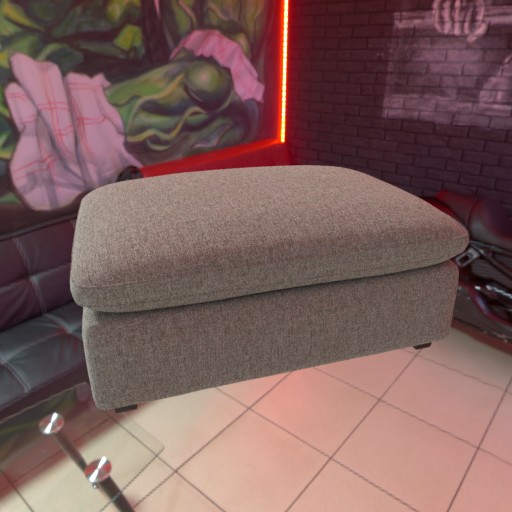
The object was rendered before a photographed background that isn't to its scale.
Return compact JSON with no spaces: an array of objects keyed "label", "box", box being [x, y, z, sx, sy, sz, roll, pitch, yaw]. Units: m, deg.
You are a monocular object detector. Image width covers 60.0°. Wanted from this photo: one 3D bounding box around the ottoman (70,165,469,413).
[{"label":"ottoman","box":[0.000,0.000,1.327,0.977,0.451,0.694,-7,26,-16]}]
